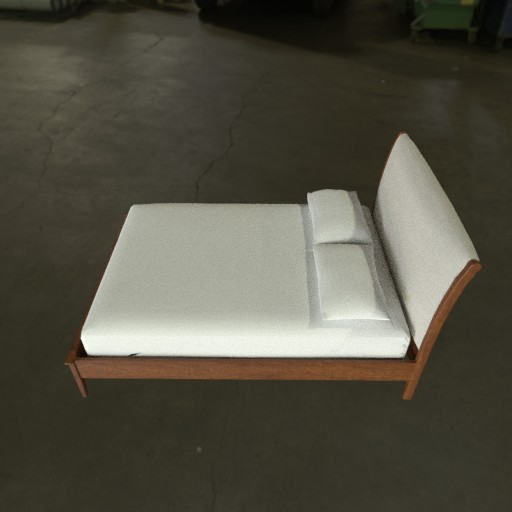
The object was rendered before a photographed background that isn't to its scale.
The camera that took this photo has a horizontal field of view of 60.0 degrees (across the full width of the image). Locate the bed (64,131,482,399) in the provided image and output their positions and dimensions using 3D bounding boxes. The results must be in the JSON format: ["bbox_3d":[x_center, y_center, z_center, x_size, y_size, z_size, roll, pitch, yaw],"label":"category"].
[{"bbox_3d":[0.000,0.000,3.245,2.380,1.250,1.612,0,40,0],"label":"bed"}]
